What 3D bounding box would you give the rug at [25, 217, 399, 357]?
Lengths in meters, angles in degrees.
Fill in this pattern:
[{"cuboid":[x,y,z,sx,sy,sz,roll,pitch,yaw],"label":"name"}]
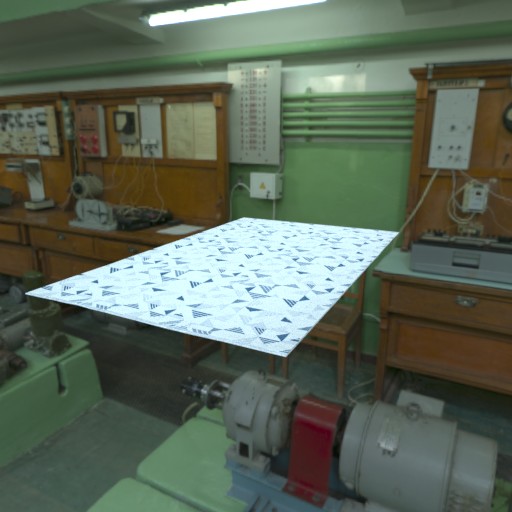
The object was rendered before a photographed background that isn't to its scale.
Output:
[{"cuboid":[0.000,0.000,3.080,1.512,0.009,2.457,8,17,26],"label":"rug"}]
